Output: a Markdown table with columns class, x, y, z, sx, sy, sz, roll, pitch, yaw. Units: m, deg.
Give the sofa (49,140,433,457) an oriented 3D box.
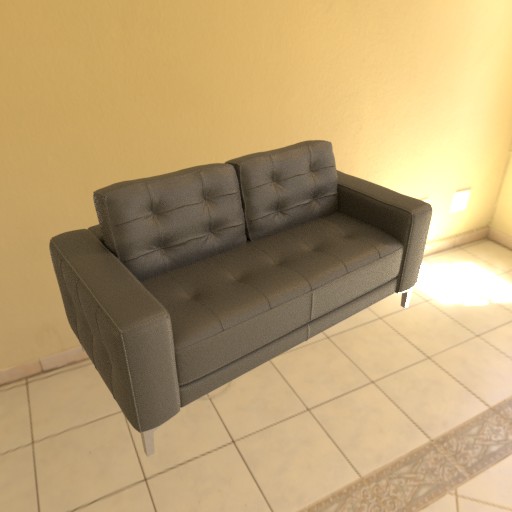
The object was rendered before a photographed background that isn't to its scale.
| class | x | y | z | sx | sy | sz | roll | pitch | yaw |
| --- | --- | --- | --- | --- | --- | --- | --- | --- | --- |
| sofa | 0.000 | 0.000 | 2.207 | 1.726 | 0.892 | 0.833 | -21 | 36 | -31 |
